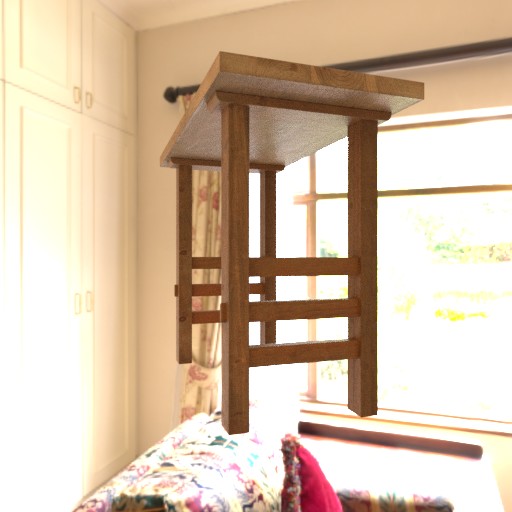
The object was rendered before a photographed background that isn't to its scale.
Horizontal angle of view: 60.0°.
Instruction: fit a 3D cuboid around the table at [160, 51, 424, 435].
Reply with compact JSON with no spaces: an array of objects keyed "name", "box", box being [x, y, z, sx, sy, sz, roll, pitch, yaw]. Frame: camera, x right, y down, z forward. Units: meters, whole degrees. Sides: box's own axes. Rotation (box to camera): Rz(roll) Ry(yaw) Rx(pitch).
[{"name":"table","box":[0.000,0.000,1.607,0.556,0.914,1.119,0,0,-19]}]
